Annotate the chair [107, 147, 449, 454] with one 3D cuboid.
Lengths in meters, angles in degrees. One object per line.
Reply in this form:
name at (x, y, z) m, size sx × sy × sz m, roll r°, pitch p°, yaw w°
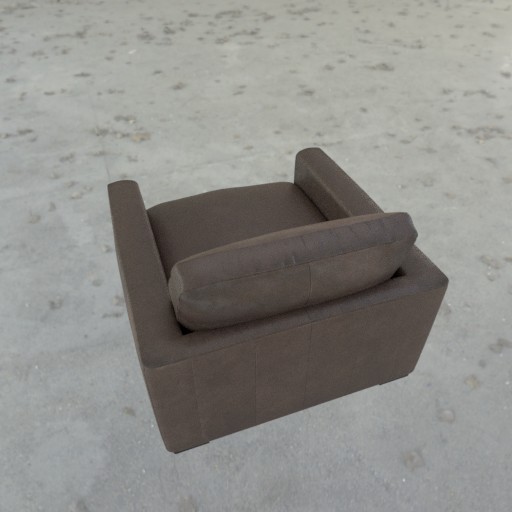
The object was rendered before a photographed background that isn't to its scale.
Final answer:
chair at (0.000, 0.000, 1.856) m, size 1.100 × 0.812 × 1.069 m, roll -13°, pitch 43°, yaw -15°
